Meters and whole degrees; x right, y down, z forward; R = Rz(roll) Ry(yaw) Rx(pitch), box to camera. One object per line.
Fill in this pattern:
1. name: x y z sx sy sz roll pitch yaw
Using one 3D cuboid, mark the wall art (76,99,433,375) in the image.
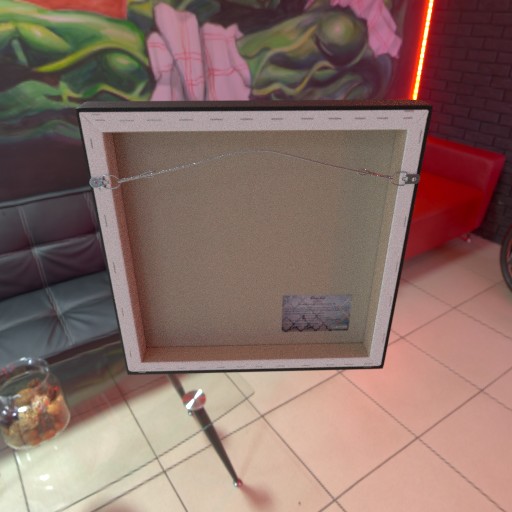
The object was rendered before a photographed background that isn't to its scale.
1. wall art: 0.000 0.000 0.614 0.406 0.407 0.041 -1 30 -2
